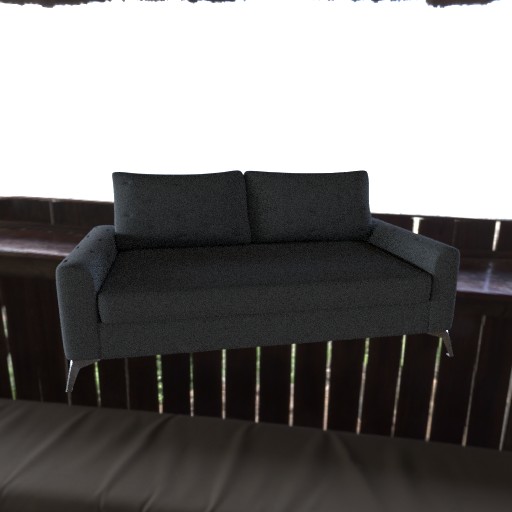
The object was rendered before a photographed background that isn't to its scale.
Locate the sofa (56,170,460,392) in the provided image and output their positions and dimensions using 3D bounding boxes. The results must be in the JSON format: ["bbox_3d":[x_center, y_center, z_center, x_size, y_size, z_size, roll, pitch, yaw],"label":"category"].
[{"bbox_3d":[0.000,0.000,2.150,1.650,0.790,0.920,-3,14,-10],"label":"sofa"}]
